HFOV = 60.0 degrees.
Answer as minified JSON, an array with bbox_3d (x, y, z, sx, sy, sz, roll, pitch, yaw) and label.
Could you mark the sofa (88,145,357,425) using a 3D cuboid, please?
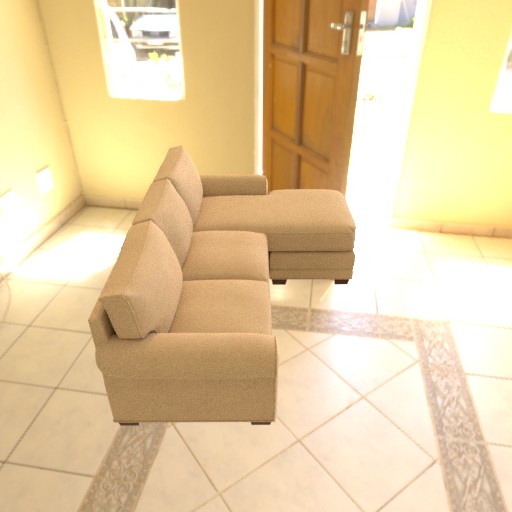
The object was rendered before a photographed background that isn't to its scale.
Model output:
[{"bbox_3d":[0.000,0.000,2.399,1.226,0.734,1.770,0,32,0],"label":"sofa"}]
